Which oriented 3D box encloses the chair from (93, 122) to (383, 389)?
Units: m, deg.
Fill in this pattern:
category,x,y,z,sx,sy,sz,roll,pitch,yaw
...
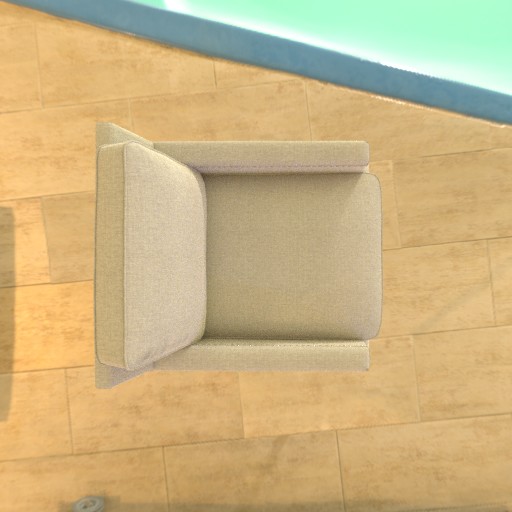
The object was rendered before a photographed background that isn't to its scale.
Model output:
category,x,y,z,sx,sy,sz,roll,pitch,yaw
chair,0.000,0.000,1.718,1.014,0.943,0.853,0,90,1
